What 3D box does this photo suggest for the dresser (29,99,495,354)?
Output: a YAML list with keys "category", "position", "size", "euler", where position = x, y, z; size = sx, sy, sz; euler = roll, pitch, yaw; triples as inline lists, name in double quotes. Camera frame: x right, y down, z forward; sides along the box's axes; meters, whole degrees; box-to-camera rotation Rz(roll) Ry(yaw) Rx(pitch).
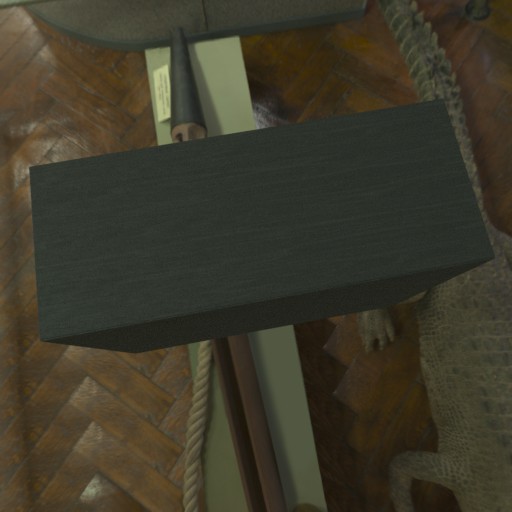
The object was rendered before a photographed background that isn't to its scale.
- category: "dresser"
  position: [0.000, 0.000, 1.393]
  size: [0.994, 0.816, 0.404]
  euler: [-10, 76, -3]
